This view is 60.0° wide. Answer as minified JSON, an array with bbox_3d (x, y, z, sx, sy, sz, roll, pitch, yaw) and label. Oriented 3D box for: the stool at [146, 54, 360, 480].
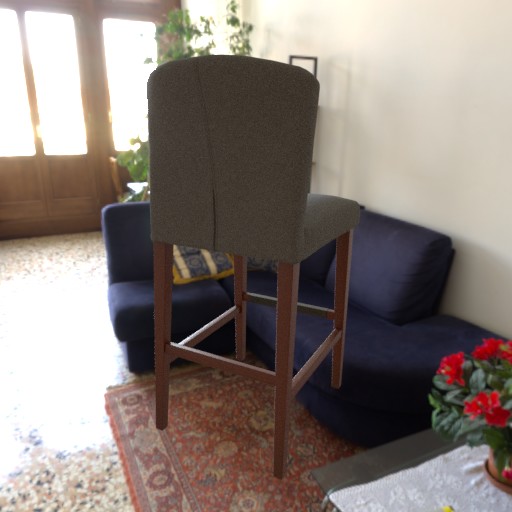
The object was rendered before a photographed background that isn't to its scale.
[{"bbox_3d":[0.000,0.000,1.359,0.481,1.069,0.568,9,19,27],"label":"stool"}]
